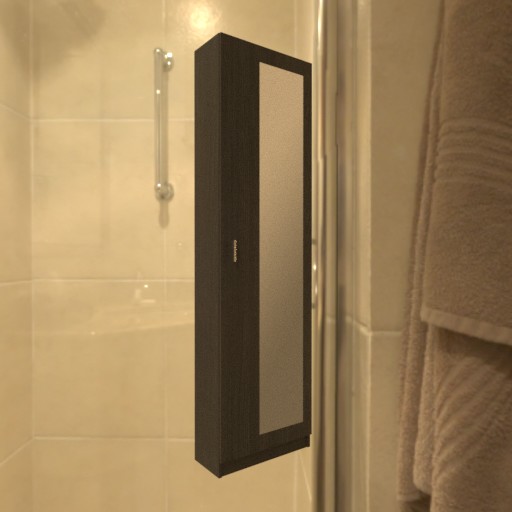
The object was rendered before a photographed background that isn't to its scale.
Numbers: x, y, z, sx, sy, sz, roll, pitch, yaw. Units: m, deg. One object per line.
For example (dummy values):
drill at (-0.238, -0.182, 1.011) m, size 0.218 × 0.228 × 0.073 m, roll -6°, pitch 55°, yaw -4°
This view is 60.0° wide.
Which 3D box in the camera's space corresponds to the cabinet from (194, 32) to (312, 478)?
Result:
cabinet at (0.000, 0.000, 1.999) m, size 0.500 × 1.790 × 0.230 m, roll 0°, pitch 0°, yaw -36°
